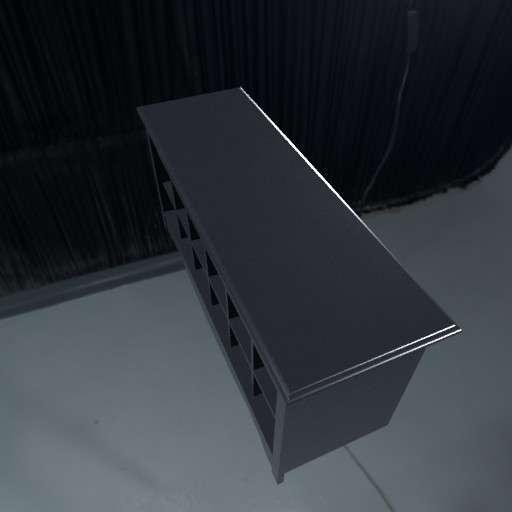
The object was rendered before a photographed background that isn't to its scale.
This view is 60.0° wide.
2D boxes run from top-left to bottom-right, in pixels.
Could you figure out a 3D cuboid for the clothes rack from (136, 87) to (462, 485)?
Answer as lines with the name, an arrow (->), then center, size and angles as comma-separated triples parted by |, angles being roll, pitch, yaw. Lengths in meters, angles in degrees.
clothes rack -> 0.000, 0.000, 1.445 | 0.406, 0.556, 1.219 | -17, 48, -16
